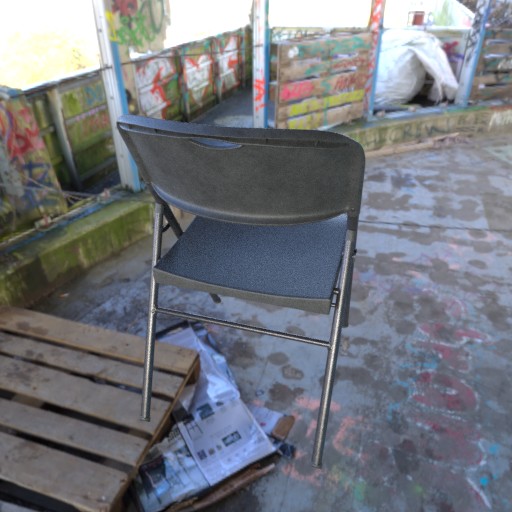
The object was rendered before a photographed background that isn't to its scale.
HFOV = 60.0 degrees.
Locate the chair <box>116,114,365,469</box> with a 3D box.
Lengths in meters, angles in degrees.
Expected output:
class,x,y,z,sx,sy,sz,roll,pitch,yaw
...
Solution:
class,x,y,z,sx,sy,sz,roll,pitch,yaw
chair,0.000,0.000,1.129,0.494,0.810,0.567,9,33,14
